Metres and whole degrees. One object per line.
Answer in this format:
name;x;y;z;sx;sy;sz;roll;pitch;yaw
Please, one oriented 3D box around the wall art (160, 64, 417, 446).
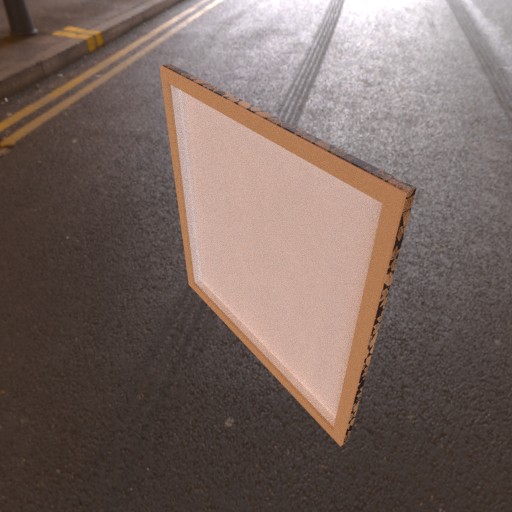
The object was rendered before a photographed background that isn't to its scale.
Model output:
wall art;0.000;0.000;1.364;0.038;0.914;0.914;-26;47;-28
